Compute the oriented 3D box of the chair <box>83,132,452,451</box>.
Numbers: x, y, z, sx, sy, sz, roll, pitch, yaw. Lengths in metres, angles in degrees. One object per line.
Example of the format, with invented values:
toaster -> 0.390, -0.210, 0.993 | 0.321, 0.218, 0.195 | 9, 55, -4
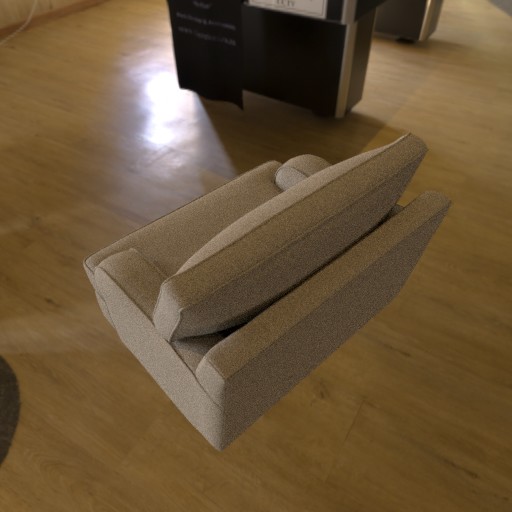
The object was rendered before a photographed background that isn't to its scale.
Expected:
chair -> 0.000, 0.000, 1.970 | 1.220, 1.016, 1.040 | -33, 54, -28
